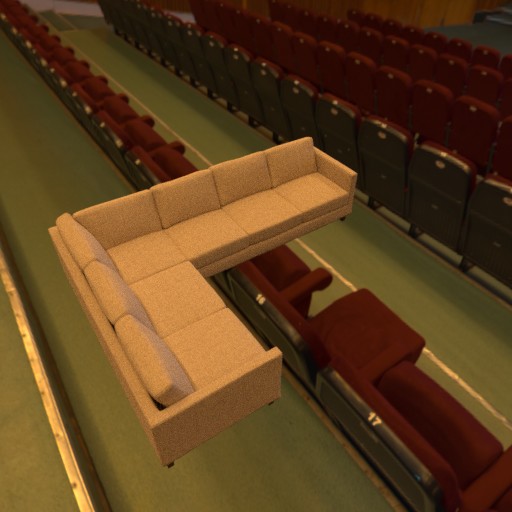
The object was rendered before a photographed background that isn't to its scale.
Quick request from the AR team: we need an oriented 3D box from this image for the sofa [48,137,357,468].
[{"bbox_3d":[0.000,0.000,4.292,3.182,0.863,2.432,-24,47,-25],"label":"sofa"}]
